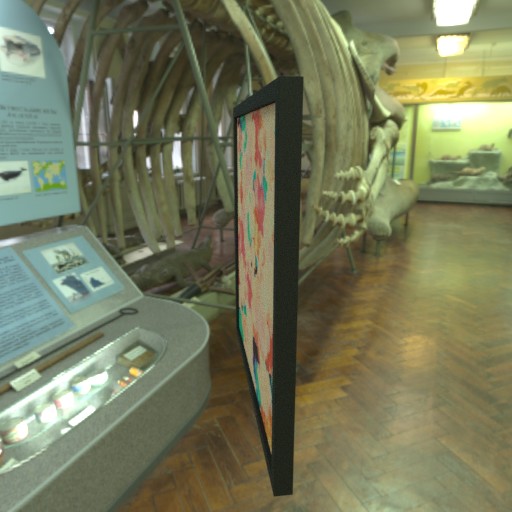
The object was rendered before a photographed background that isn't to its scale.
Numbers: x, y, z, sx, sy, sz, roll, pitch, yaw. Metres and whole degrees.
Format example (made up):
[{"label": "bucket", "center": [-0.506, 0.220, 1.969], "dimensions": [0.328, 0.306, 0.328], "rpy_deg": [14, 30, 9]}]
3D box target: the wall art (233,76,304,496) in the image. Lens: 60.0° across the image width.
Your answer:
[{"label": "wall art", "center": [0.000, 0.000, 0.451], "dimensions": [0.015, 0.304, 0.306], "rpy_deg": [-2, 15, -8]}]
